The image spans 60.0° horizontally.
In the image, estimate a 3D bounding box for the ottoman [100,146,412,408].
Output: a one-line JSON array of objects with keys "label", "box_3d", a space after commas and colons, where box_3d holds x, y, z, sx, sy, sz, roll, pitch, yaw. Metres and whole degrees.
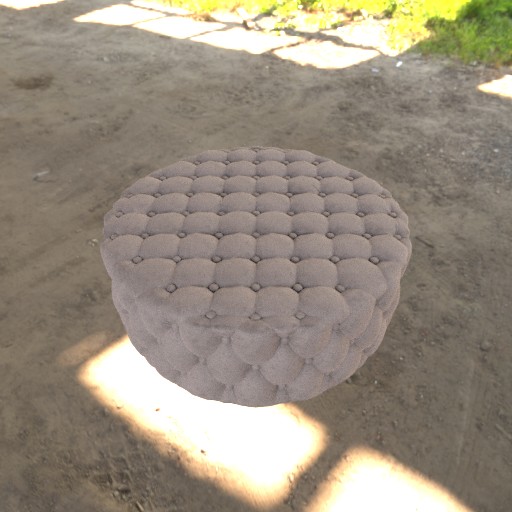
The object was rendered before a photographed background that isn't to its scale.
[{"label": "ottoman", "box_3d": [0.000, 0.000, 1.556, 0.998, 0.399, 0.998, 0, 41, 0]}]
